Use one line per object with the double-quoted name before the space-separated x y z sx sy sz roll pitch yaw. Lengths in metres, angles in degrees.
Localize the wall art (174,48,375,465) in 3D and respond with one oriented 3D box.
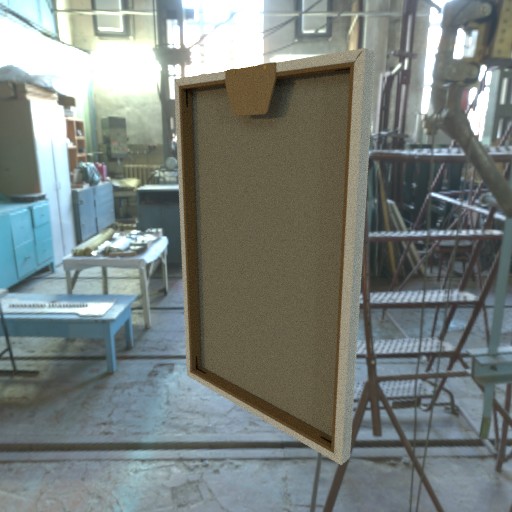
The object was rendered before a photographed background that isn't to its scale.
"wall art" 0.000 0.000 1.154 0.602 0.916 0.048 14 20 42
